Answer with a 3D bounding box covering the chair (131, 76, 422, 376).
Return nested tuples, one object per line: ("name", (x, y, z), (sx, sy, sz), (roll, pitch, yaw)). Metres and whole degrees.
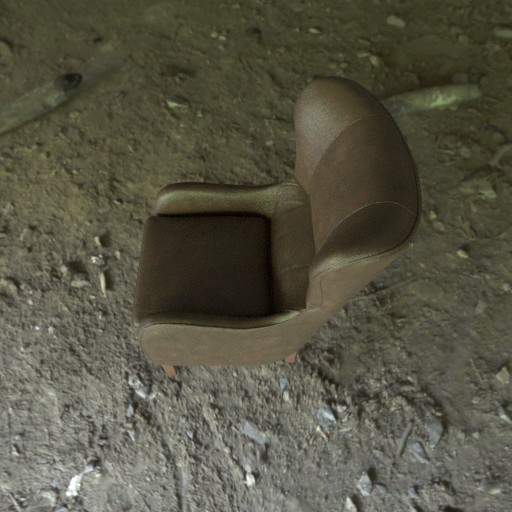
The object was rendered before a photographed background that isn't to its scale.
("chair", (0.000, 0.000, 1.633), (0.914, 1.048, 0.692), (-1, 58, -1))
